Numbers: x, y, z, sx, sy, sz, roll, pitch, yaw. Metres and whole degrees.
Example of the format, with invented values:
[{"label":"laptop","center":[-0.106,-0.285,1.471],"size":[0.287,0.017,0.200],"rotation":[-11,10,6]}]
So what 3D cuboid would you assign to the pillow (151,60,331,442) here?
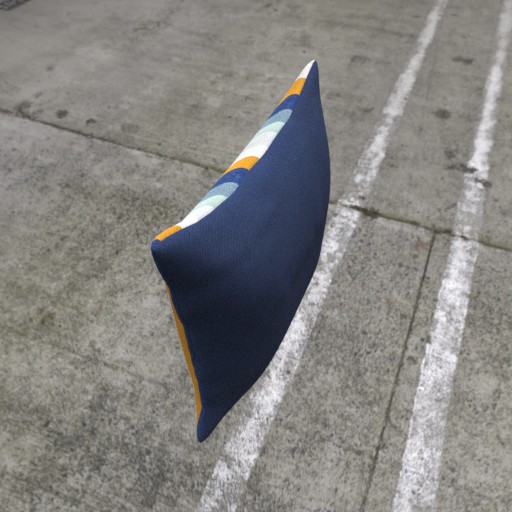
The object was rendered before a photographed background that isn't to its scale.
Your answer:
[{"label":"pillow","center":[0.000,0.000,0.710],"size":[0.173,0.454,0.463],"rotation":[17,48,16]}]
